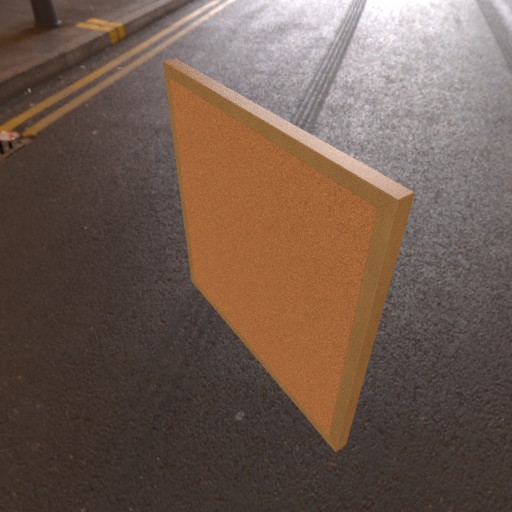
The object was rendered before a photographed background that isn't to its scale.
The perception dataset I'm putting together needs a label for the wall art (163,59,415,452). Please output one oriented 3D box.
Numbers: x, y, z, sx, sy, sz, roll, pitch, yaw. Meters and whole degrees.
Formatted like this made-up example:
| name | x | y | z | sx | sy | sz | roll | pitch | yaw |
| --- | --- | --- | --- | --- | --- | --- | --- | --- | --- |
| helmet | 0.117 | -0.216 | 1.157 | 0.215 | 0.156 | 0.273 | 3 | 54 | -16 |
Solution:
| name | x | y | z | sx | sy | sz | roll | pitch | yaw |
| --- | --- | --- | --- | --- | --- | --- | --- | --- | --- |
| wall art | 0.000 | 0.000 | 1.126 | 0.037 | 0.763 | 0.763 | -24 | 46 | -26 |
